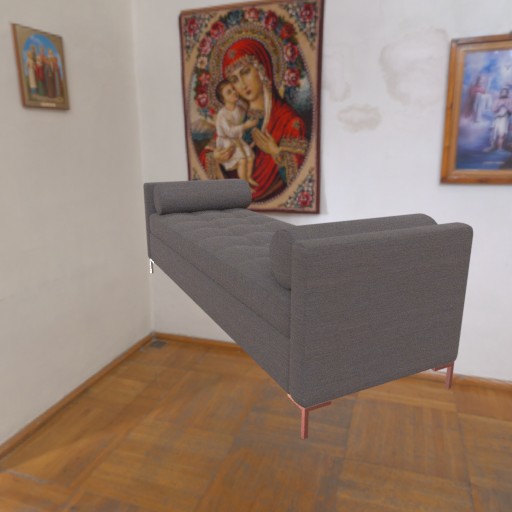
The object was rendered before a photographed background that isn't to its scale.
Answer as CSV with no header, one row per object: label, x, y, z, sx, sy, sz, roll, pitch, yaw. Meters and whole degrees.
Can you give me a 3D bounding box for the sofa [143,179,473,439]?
sofa,0.000,0.000,2.290,0.686,0.635,1.981,-7,17,-26
